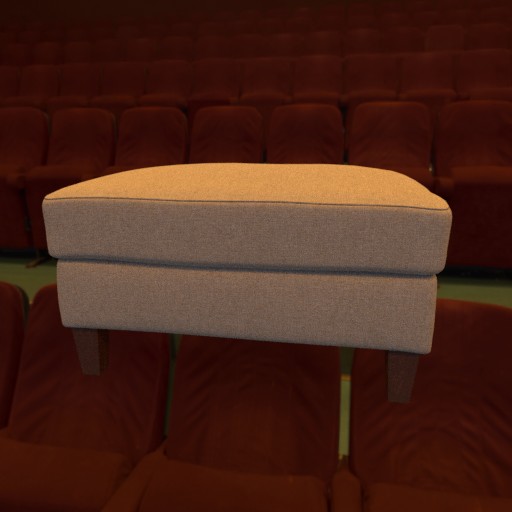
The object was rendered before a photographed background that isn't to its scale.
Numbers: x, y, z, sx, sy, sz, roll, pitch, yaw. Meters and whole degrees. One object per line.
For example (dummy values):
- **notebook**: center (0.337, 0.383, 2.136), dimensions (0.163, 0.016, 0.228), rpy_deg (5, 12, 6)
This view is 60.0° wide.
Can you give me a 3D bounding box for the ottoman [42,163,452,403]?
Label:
- **ottoman**: center (0.000, 0.000, 1.281), dimensions (0.898, 0.519, 0.677), rpy_deg (2, 16, 9)
